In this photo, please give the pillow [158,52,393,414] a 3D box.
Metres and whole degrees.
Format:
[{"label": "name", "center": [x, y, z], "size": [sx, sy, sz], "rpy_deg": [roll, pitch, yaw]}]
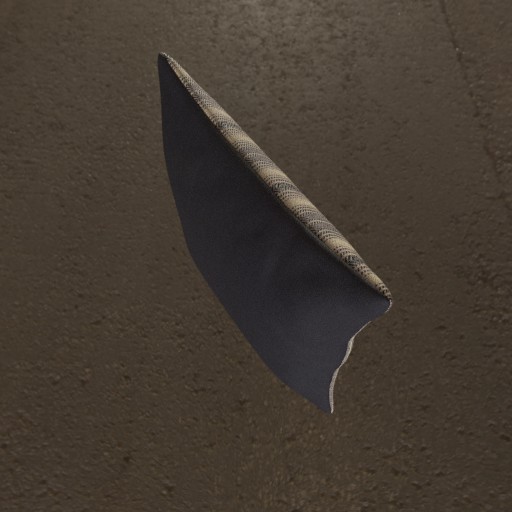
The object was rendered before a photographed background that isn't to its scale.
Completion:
[{"label": "pillow", "center": [0.000, 0.000, 0.783], "size": [0.166, 0.508, 0.520], "rpy_deg": [-30, 62, -17]}]
